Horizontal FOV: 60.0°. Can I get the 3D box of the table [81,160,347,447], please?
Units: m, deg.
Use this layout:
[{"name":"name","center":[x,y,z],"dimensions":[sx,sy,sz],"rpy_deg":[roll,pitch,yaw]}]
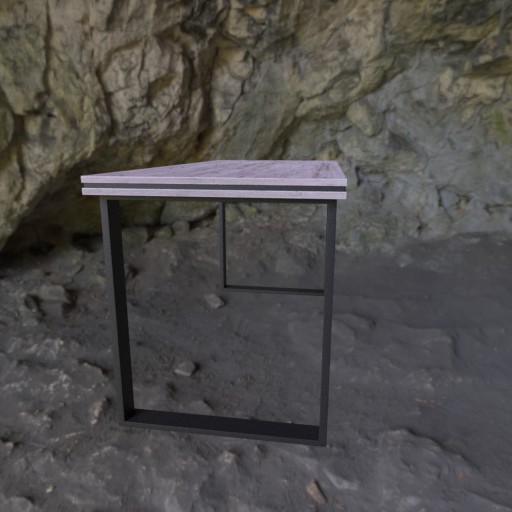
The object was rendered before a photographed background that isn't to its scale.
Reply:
[{"name":"table","center":[0.000,0.000,2.245],"dimensions":[0.795,0.899,1.778],"rpy_deg":[2,14,9]}]
